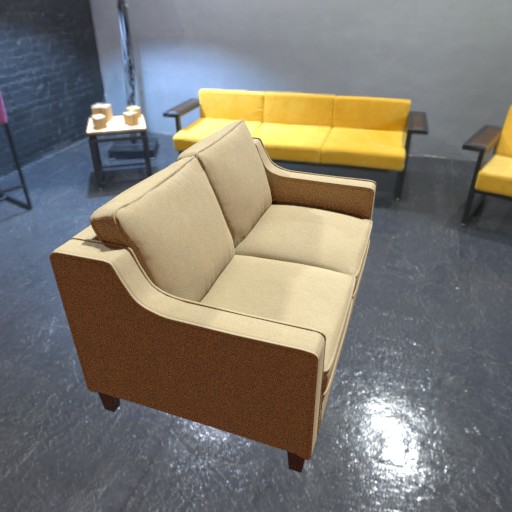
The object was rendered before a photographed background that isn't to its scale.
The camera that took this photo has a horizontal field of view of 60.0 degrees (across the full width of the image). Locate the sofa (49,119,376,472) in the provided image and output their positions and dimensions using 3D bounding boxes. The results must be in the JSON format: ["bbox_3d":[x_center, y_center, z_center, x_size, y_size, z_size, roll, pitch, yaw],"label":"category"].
[{"bbox_3d":[0.000,0.000,2.153,0.987,0.971,1.501,10,33,17],"label":"sofa"}]
